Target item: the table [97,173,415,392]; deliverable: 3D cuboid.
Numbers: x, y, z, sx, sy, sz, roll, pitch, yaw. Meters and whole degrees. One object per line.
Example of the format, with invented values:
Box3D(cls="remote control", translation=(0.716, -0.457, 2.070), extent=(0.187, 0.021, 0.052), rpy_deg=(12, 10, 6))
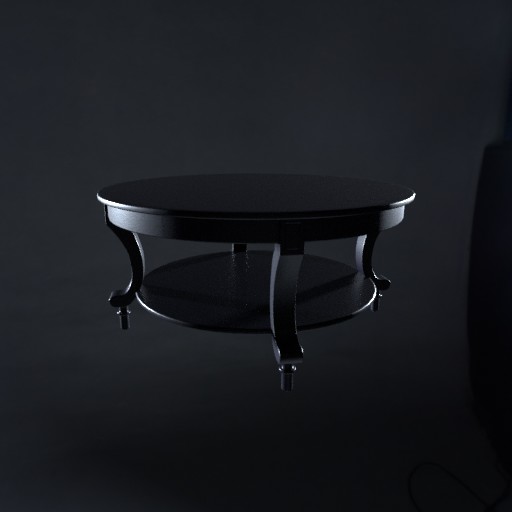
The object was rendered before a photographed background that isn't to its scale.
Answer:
Box3D(cls="table", translation=(0.000, 0.000, 1.576), extent=(1.029, 0.491, 1.029), rpy_deg=(0, 16, 0))
